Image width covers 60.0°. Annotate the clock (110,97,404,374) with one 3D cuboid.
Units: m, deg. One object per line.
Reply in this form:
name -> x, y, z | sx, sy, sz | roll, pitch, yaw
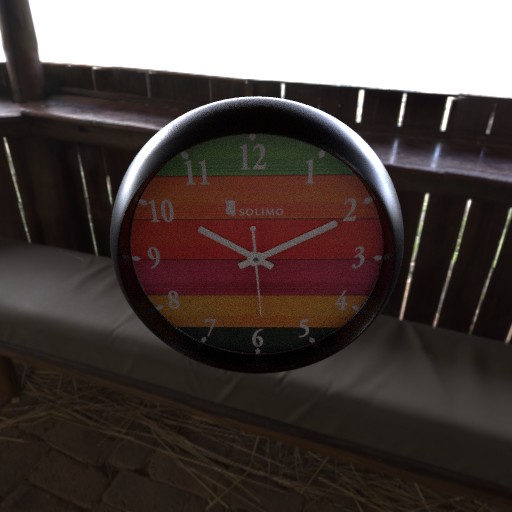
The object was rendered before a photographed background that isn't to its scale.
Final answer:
clock -> 0.000, 0.000, 0.450 | 0.300, 0.300, 0.060 | 1, 29, 1
